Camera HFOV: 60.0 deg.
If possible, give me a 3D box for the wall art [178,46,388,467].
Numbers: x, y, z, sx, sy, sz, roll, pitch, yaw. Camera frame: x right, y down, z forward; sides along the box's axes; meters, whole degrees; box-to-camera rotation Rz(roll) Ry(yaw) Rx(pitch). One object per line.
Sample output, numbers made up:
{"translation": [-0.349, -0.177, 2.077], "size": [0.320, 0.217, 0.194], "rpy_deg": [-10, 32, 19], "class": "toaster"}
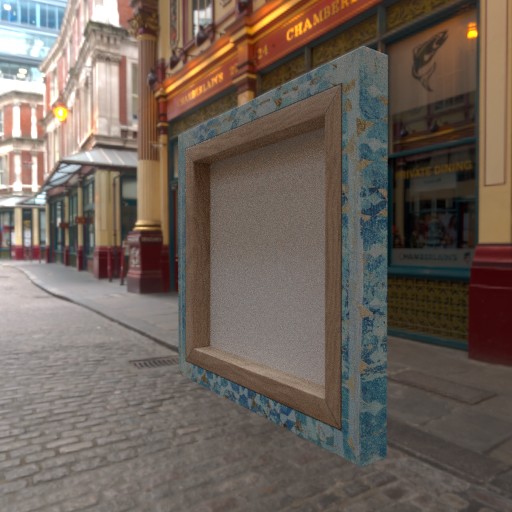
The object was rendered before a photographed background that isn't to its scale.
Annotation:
{"translation": [0.000, 0.000, 0.600], "size": [0.037, 0.405, 0.405], "rpy_deg": [0, 1, -35], "class": "wall art"}
